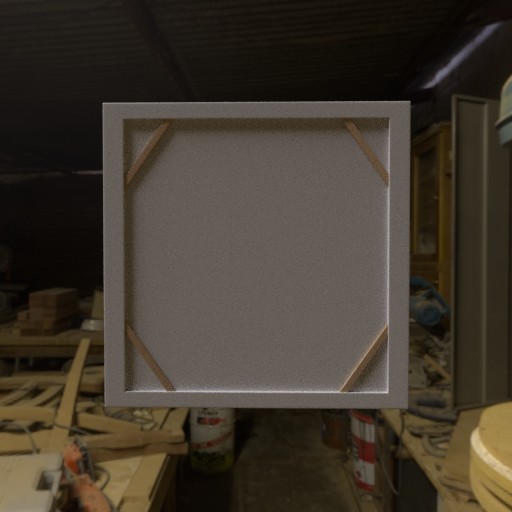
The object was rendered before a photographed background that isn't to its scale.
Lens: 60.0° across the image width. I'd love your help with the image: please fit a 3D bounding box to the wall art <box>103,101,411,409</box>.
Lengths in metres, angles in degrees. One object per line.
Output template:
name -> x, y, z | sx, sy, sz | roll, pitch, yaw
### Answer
wall art -> 0.000, 0.000, 0.902 | 0.610, 0.610, 0.038 | 0, 1, 1
